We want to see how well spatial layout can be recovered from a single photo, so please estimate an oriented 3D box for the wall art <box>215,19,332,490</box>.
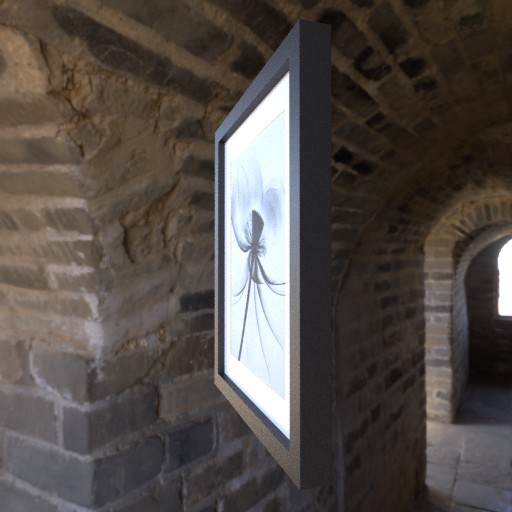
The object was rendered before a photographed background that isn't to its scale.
[{"bbox_3d":[0.000,0.000,0.520,0.029,0.381,0.330,0,-1,-17],"label":"wall art"}]
